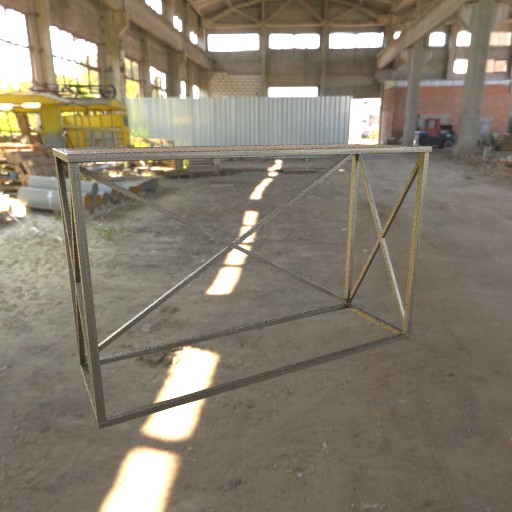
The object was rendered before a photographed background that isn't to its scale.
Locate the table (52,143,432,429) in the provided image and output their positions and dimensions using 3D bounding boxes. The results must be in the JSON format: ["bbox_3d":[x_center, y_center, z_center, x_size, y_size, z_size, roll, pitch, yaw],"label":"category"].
[{"bbox_3d":[0.000,0.000,1.580,1.216,0.753,0.402,-8,18,-27],"label":"table"}]
